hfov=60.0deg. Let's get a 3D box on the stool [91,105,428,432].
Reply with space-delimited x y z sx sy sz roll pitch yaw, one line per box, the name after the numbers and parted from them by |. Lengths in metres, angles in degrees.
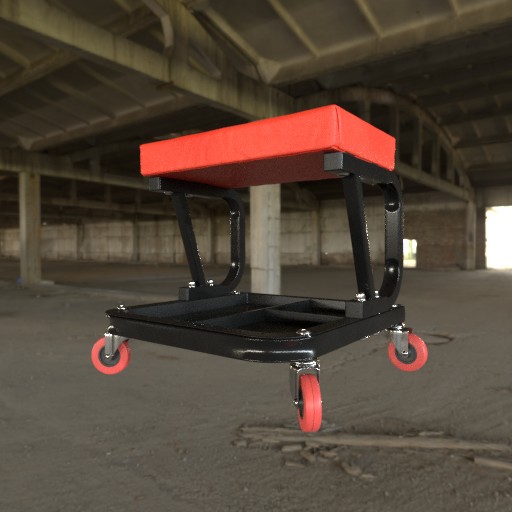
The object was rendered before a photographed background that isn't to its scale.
0.000 0.000 0.716 0.446 0.380 0.371 1 2 37 | stool
